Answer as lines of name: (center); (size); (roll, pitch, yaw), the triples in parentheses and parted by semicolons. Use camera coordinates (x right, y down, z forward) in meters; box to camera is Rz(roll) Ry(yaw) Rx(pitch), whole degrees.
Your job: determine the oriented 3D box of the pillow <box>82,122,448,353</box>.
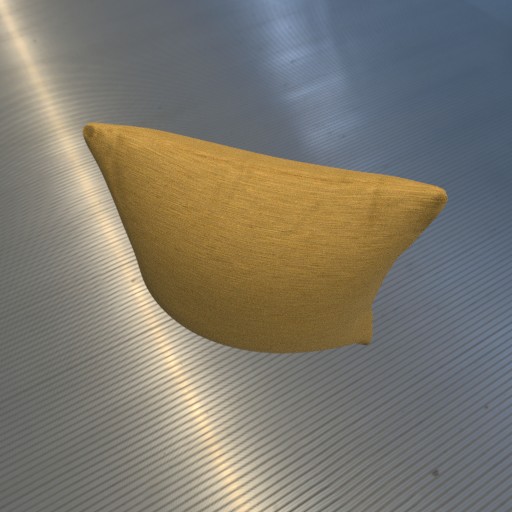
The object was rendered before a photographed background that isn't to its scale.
pillow: (0.000, 0.000, 0.675); (0.435, 0.417, 0.247); (13, 58, 8)
